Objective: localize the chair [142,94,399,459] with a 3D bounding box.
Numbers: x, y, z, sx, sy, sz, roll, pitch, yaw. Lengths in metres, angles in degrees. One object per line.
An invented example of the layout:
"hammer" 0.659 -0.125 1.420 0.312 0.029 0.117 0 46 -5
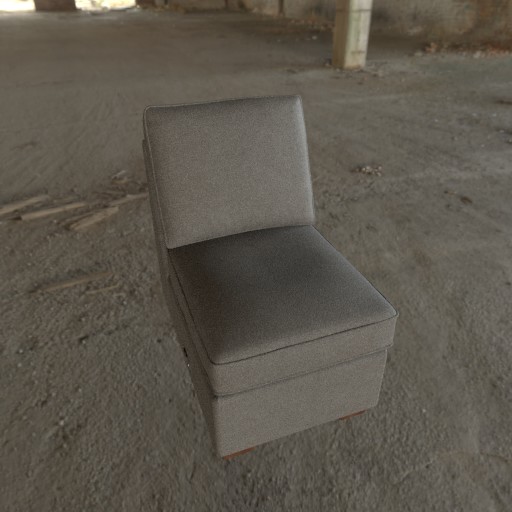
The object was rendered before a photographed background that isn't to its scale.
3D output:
"chair" 0.000 0.000 1.610 0.621 0.970 0.938 -11 33 -17
